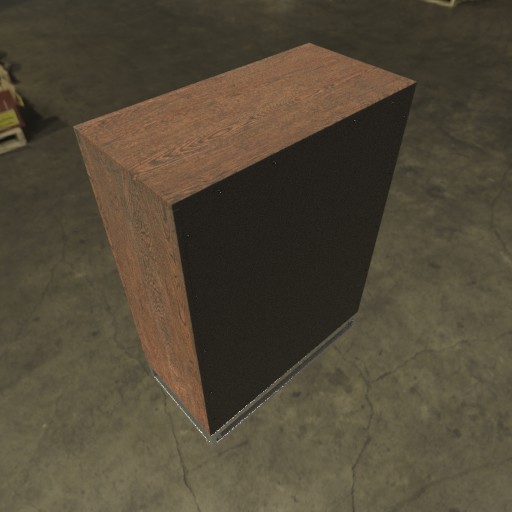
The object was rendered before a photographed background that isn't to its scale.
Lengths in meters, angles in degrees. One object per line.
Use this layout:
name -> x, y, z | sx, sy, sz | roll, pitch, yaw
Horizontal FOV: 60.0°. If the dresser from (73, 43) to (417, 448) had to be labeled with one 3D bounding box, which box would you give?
dresser -> 0.000, 0.000, 1.808 | 0.965, 1.321, 0.508 | -33, 53, -29
